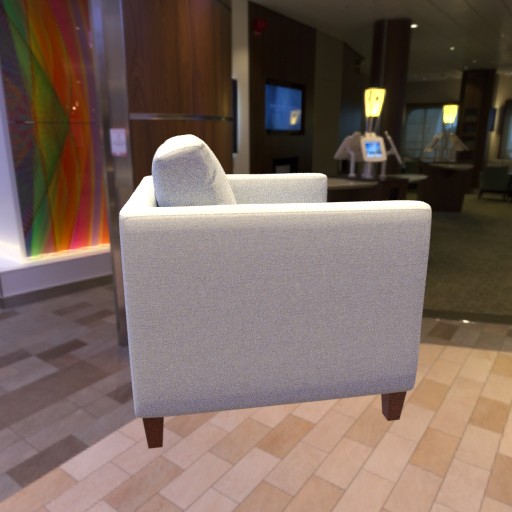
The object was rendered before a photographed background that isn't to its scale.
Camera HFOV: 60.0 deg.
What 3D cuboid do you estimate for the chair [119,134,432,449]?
[{"bbox_3d":[0.000,0.000,1.822,0.953,0.961,1.107,-3,16,-10],"label":"chair"}]
